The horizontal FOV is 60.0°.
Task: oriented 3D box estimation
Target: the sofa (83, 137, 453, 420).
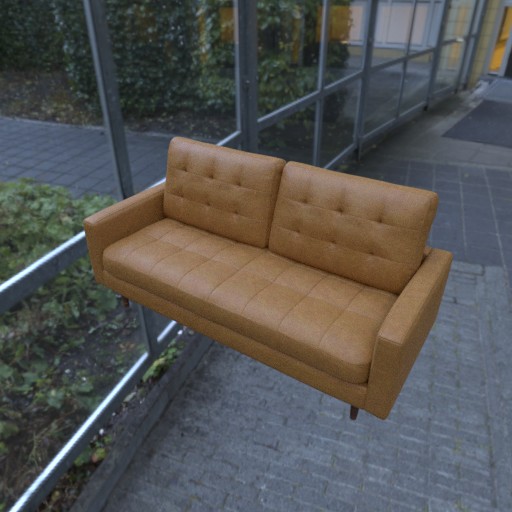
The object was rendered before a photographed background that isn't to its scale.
[{"bbox_3d":[0.000,0.000,2.360,1.821,0.898,0.850,19,36,28],"label":"sofa"}]
